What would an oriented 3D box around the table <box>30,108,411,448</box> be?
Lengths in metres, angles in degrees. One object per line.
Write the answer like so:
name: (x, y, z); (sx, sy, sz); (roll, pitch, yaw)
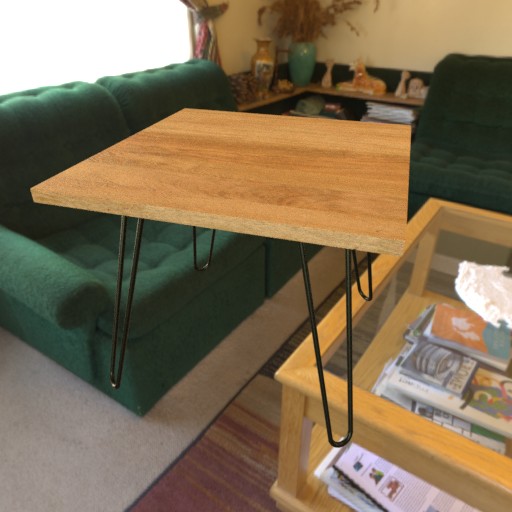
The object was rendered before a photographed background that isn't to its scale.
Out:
table: (0.000, 0.000, 1.031); (0.599, 0.500, 0.599); (9, 32, 15)
